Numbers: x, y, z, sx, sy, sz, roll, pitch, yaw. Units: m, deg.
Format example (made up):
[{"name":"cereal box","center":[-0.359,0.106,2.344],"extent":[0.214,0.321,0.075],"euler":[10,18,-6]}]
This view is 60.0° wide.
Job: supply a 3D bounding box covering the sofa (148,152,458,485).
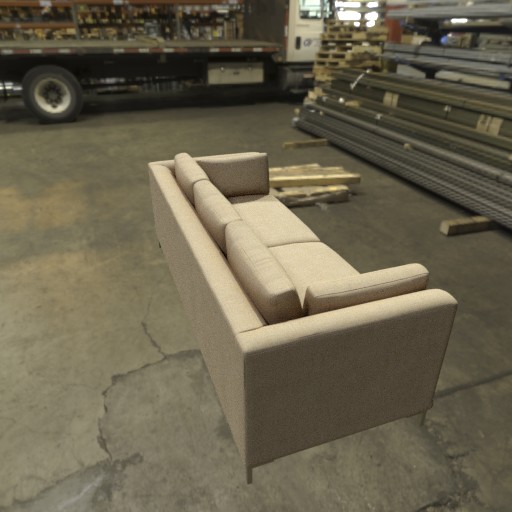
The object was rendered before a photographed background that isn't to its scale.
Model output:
[{"name":"sofa","center":[0.000,0.000,2.842],"extent":[0.969,0.867,2.415],"euler":[-10,30,-17]}]
